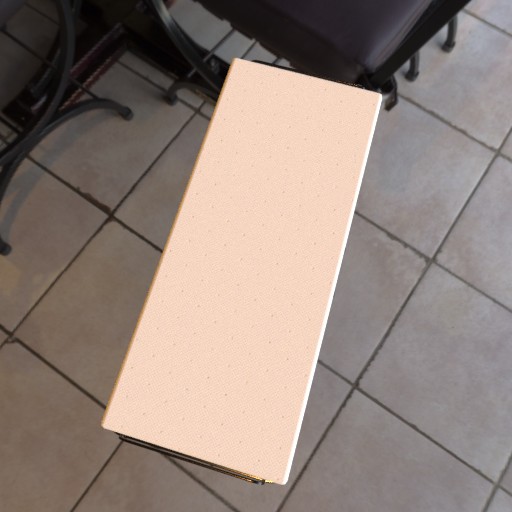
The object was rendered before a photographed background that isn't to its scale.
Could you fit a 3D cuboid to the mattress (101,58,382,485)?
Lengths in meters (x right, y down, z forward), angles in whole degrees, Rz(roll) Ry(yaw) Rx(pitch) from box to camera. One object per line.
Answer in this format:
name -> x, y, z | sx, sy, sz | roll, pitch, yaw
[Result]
mattress -> 0.000, 0.000, 2.495 | 0.922, 0.519, 2.153 | 16, 75, 4
